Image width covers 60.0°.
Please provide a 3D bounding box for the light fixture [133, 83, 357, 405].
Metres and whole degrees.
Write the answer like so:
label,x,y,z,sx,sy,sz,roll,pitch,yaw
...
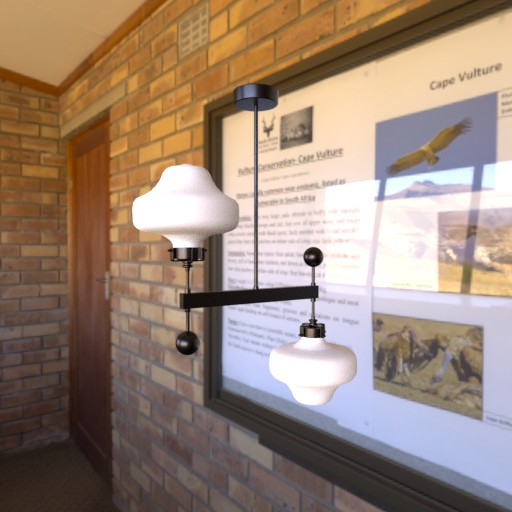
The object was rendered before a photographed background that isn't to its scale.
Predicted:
label,x,y,z,sx,sy,sz,roll,pitch,yaw
light fixture,0.000,0.000,1.008,0.422,0.743,0.489,0,1,19
